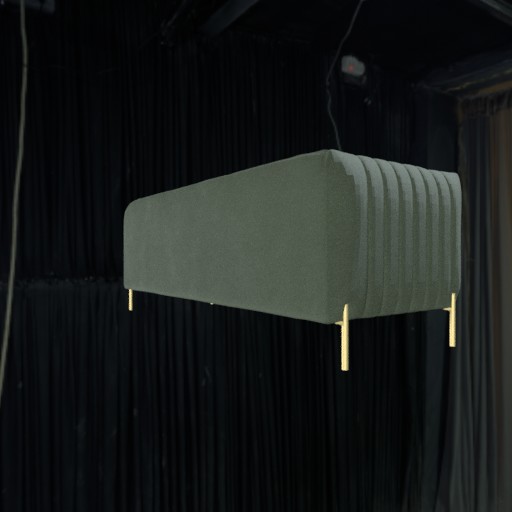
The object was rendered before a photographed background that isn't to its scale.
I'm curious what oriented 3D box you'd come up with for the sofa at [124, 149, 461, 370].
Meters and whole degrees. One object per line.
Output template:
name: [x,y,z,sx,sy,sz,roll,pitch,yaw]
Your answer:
sofa: [0.000,0.000,2.620,0.896,0.793,2.137,0,0,-36]
